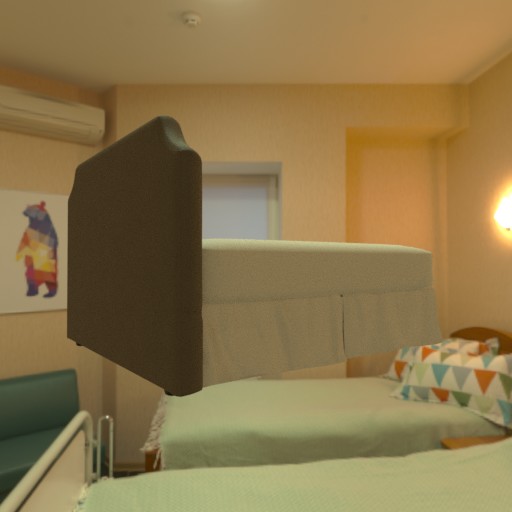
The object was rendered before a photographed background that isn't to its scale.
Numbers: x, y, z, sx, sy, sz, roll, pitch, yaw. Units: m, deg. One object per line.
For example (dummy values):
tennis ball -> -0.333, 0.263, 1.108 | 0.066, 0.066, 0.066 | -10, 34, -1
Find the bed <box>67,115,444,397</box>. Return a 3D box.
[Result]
bed -> 0.000, 0.000, 3.233 | 2.181, 1.297, 1.831 | 0, -1, -37
